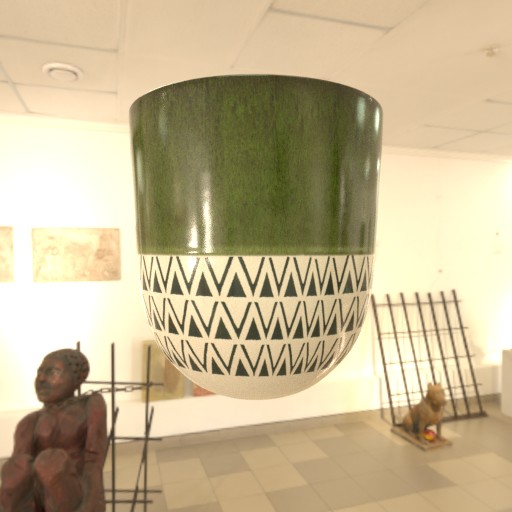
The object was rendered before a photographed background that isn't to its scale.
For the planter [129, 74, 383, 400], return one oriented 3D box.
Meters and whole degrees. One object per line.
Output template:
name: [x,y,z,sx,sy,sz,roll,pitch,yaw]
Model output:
planter: [0.000,0.000,0.447,0.245,0.270,0.245,0,1,0]
